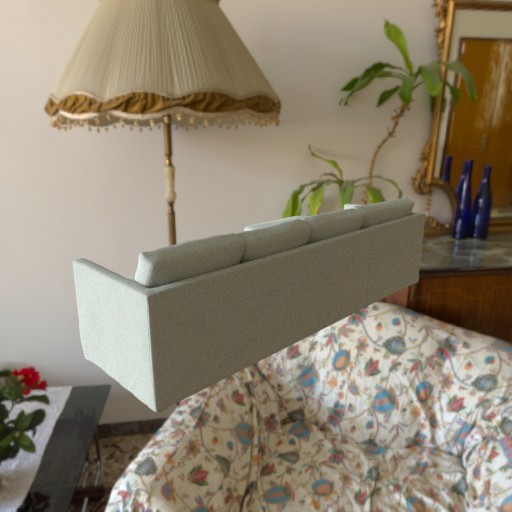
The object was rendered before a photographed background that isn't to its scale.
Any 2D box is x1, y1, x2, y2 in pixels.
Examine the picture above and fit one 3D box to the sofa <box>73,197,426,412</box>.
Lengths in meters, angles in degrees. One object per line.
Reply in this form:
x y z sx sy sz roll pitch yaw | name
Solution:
0.000 0.000 3.979 3.205 0.922 1.650 -15 22 -42 | sofa
